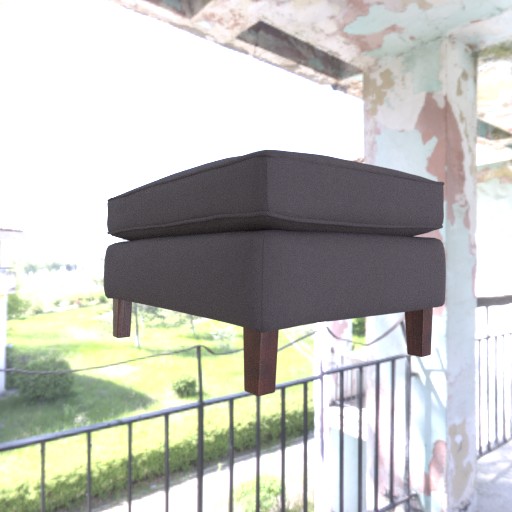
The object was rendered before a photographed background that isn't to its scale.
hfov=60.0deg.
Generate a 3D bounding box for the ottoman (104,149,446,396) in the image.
[{"bbox_3d":[0.000,0.000,1.007,0.508,0.406,0.686,0,0,-37],"label":"ottoman"}]
